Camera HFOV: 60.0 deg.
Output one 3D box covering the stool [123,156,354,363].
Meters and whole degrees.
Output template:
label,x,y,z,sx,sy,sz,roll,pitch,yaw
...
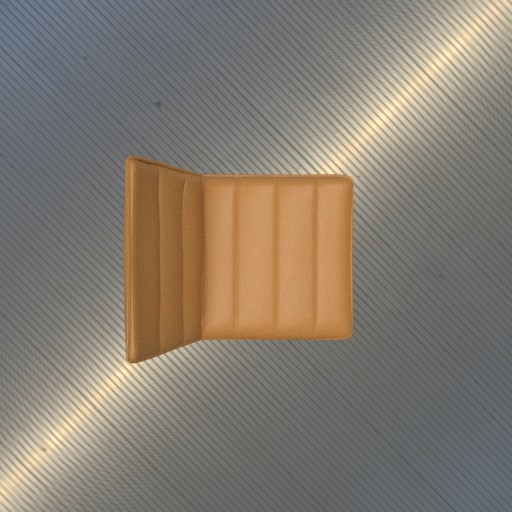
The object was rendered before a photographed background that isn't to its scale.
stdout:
label,x,y,z,sx,sy,sz,roll,pitch,yaw
stool,0.000,0.000,1.272,0.524,0.936,0.489,0,91,0
